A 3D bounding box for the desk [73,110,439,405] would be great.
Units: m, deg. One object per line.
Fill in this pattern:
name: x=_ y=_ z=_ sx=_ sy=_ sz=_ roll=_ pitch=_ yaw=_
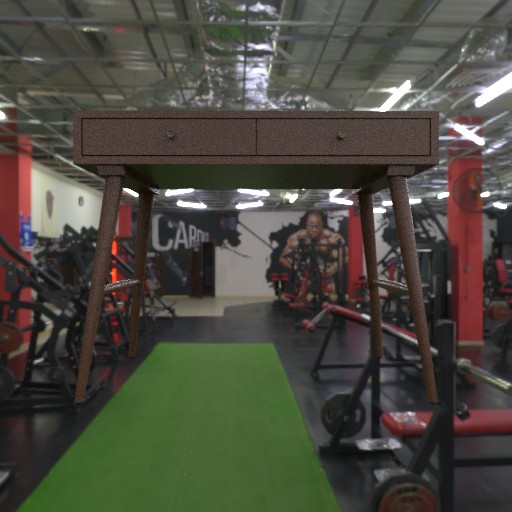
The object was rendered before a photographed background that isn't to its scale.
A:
desk: x=0.000 y=0.000 z=1.382 sx=0.949 sy=0.758 sz=0.510 roll=0 pitch=1 yaw=0
